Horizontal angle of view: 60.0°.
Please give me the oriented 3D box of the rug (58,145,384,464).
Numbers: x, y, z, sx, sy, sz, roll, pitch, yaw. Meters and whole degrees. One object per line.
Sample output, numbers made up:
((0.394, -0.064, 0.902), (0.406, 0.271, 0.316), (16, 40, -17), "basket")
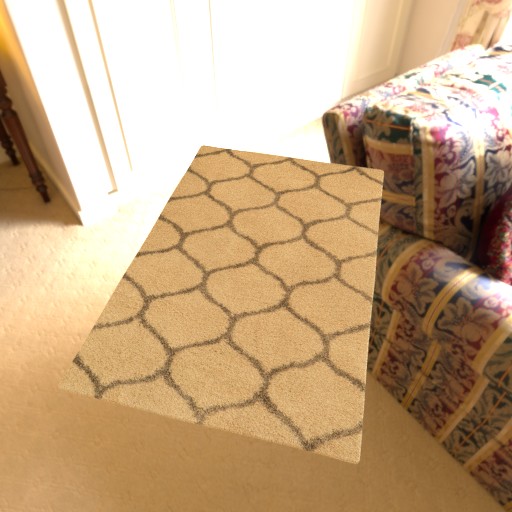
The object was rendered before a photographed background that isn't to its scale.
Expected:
((0.000, 0.000, 3.405), (1.801, 0.026, 2.701), (10, 48, 9), "rug")
